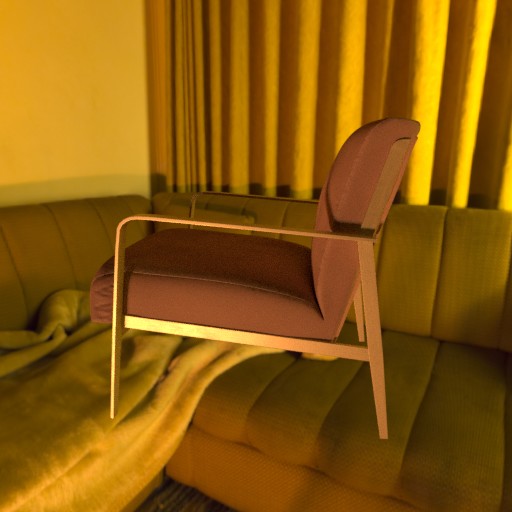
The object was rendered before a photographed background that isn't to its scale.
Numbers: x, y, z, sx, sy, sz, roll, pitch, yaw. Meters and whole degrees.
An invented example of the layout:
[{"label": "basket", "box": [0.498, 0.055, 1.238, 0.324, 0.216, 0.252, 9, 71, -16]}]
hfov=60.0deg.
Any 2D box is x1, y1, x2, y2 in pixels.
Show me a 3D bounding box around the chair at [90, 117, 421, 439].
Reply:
[{"label": "chair", "box": [0.000, 0.000, 1.436, 0.848, 0.823, 0.701, 2, 13, 8]}]
